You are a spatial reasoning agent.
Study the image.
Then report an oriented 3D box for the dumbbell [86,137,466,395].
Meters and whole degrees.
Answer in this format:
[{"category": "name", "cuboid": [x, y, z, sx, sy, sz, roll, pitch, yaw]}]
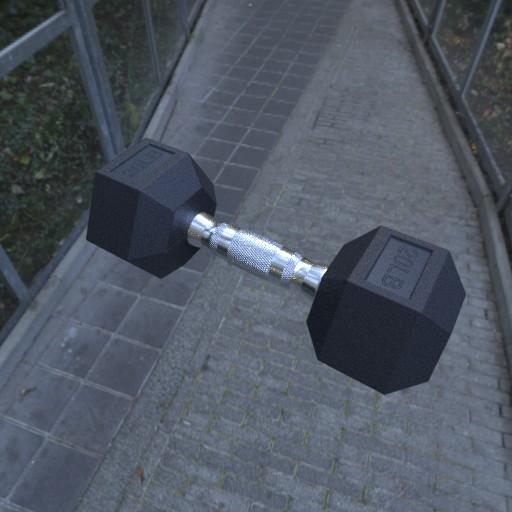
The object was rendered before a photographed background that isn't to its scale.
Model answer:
[{"category": "dumbbell", "cuboid": [0.000, 0.000, 0.321, 0.272, 0.092, 0.106, 24, 51, 21]}]
